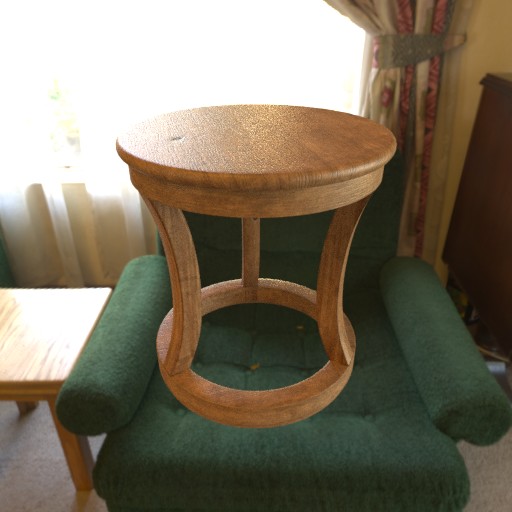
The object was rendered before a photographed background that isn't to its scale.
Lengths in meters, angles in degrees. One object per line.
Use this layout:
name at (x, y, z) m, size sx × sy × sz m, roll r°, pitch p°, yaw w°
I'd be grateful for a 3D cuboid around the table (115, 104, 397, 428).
table at (0.000, 0.000, 0.816) m, size 0.432 × 0.460 × 0.432 m, roll 0°, pitch 30°, yaw 0°
